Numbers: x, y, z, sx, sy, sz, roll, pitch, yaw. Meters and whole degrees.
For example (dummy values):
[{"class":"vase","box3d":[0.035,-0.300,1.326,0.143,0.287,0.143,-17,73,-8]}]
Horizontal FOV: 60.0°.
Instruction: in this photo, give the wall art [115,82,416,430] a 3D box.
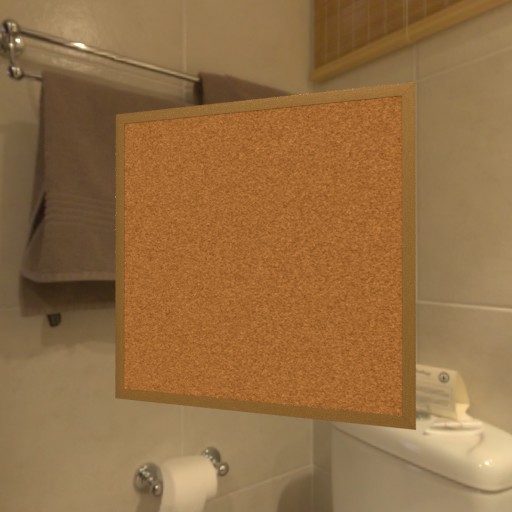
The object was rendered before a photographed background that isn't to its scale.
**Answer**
[{"class":"wall art","box3d":[0.000,0.000,0.450,0.304,0.305,0.038,0,0,17]}]
